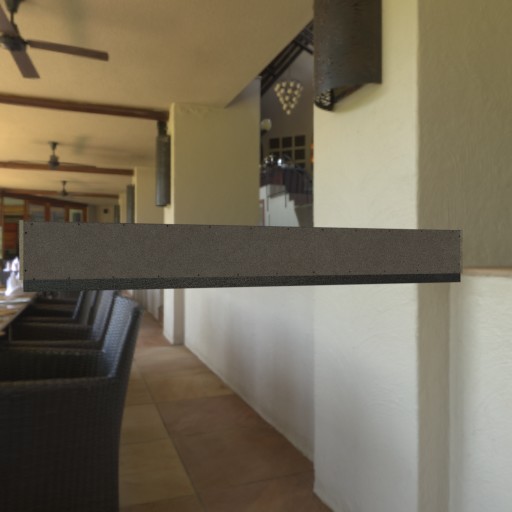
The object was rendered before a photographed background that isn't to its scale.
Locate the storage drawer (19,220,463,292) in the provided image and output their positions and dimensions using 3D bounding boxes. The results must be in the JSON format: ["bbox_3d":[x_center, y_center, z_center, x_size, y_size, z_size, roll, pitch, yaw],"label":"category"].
[{"bbox_3d":[0.000,0.000,2.276,2.072,0.274,0.591,0,0,-18],"label":"storage drawer"}]
